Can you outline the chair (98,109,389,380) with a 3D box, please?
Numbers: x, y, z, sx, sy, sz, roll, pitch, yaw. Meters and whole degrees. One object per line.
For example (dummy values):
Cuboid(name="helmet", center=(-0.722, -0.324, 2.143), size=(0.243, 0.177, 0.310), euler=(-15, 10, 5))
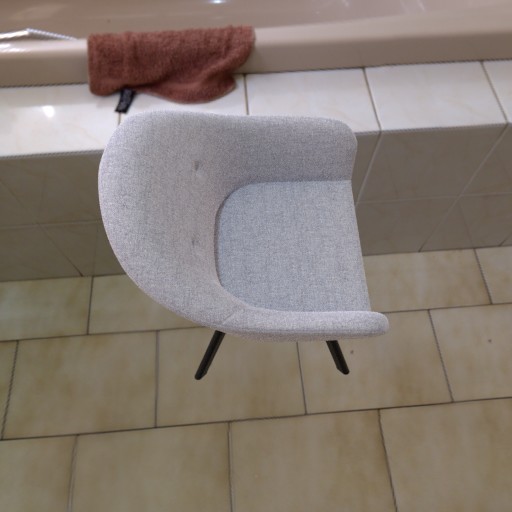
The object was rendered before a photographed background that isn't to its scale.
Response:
Cuboid(name="chair", center=(0.000, 0.000, 1.134), size=(0.570, 0.780, 0.540), euler=(-2, 64, -1))
